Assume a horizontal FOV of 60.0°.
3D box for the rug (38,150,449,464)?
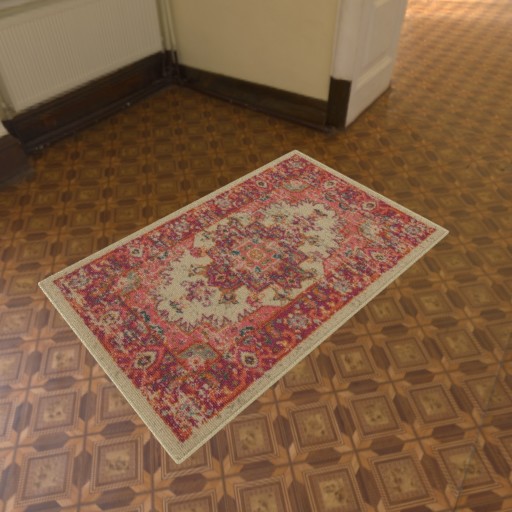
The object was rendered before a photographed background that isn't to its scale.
[{"bbox_3d":[0.000,0.000,1.092,0.868,0.004,0.556,-33,53,-29],"label":"rug"}]
